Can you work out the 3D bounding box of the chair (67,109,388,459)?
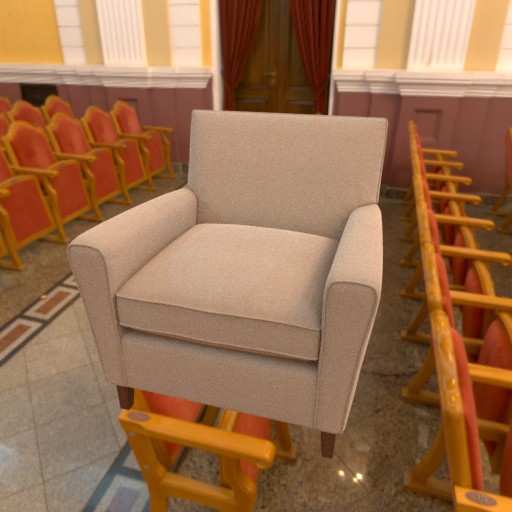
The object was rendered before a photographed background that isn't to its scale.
[{"bbox_3d":[0.000,0.000,1.546,0.840,0.846,0.871,7,27,15],"label":"chair"}]
